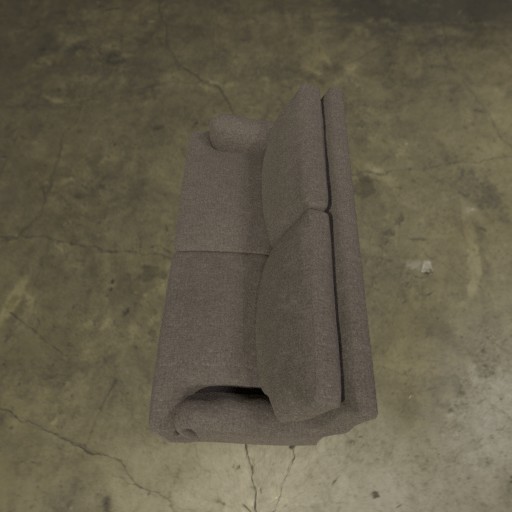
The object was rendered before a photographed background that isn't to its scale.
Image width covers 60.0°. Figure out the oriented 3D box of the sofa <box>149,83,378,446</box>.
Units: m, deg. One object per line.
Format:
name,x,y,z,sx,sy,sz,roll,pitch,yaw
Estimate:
sofa,0.000,0.000,2.782,1.087,1.054,2.160,1,59,1
